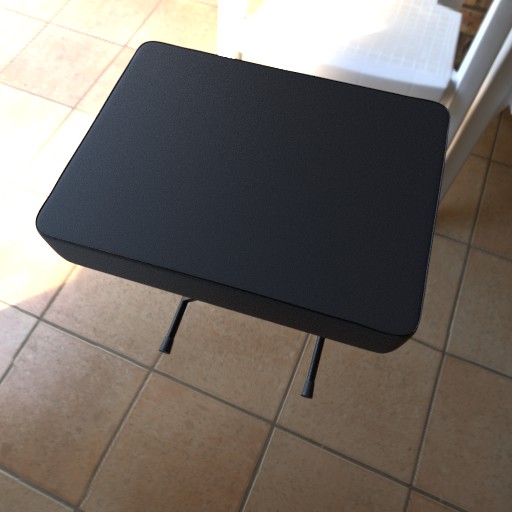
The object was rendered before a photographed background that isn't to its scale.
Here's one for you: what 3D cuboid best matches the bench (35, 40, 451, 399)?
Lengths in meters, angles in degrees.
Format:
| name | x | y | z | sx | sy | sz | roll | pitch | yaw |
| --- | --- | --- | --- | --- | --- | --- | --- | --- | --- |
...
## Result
| name | x | y | z | sx | sy | sz | roll | pitch | yaw |
| --- | --- | --- | --- | --- | --- | --- | --- | --- | --- |
| bench | 0.000 | 0.000 | 0.744 | 0.424 | 0.500 | 0.321 | 15 | 65 | 7 |
